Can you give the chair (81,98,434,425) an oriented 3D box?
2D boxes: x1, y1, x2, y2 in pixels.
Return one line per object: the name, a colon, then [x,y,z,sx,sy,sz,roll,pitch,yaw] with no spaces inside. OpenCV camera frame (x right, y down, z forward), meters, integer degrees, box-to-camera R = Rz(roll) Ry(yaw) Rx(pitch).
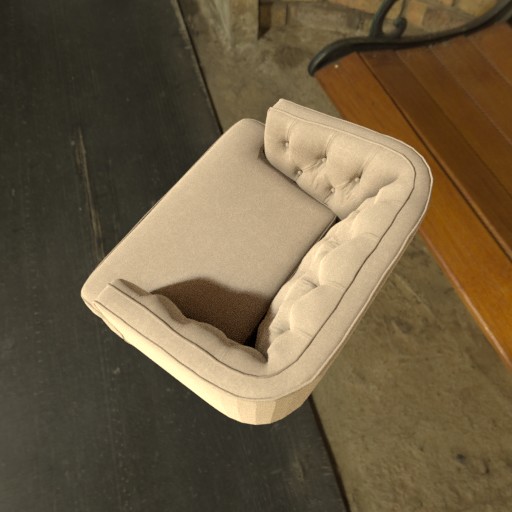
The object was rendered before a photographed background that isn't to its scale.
chair: [0.000,0.000,1.777,0.941,0.852,1.104,33,69,15]
